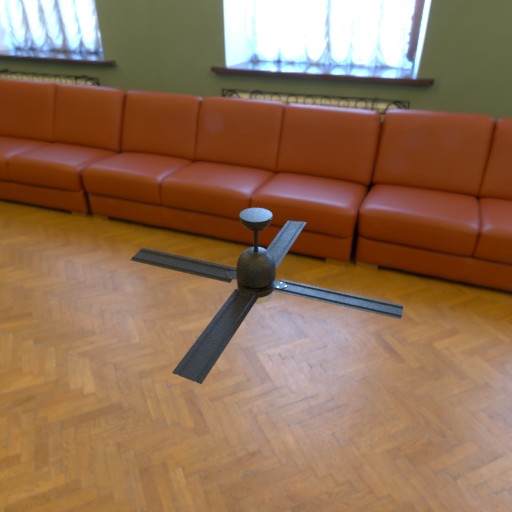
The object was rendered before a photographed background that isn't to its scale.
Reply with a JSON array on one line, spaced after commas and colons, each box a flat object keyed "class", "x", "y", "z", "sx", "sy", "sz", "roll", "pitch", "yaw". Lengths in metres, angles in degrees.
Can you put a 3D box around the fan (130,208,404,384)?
[{"class": "fan", "x": 0.000, "y": 0.000, "z": 1.996, "sx": 1.319, "sy": 0.410, "sz": 1.319, "roll": 10, "pitch": 32, "yaw": 17}]
